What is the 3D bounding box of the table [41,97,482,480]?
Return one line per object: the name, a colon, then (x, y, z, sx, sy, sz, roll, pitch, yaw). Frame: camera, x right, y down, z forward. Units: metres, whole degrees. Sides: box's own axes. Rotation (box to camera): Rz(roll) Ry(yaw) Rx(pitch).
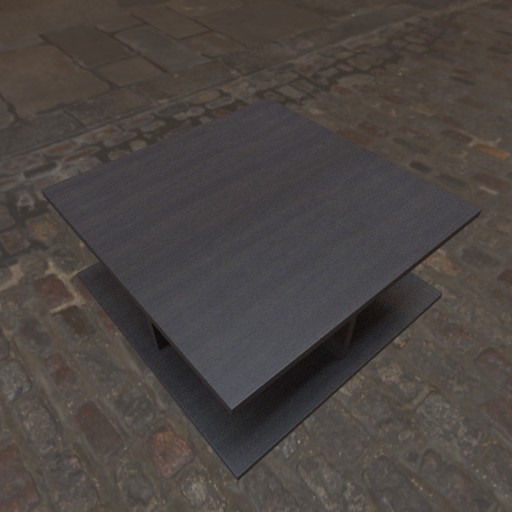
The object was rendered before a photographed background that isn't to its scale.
table: (0.000, 0.000, 1.219, 0.762, 0.396, 0.762, -32, 53, -27)
